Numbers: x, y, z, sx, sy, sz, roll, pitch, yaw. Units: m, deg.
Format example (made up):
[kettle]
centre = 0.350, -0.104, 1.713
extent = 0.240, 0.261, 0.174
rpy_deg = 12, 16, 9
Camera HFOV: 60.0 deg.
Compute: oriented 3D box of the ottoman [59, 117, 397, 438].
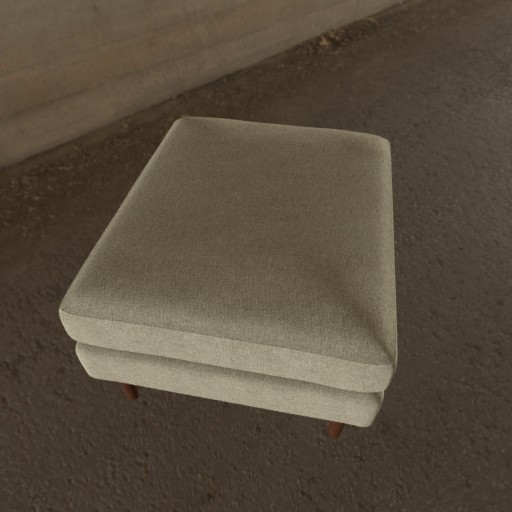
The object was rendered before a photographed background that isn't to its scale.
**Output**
[ottoman]
centre = 0.000, 0.000, 1.253
extent = 0.693, 0.474, 0.821
rpy_deg = 8, 46, 8
